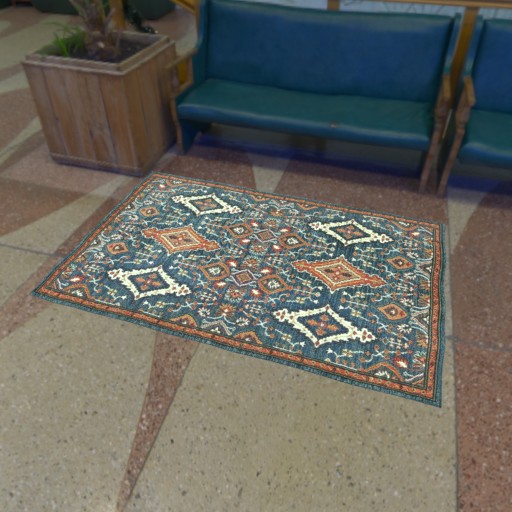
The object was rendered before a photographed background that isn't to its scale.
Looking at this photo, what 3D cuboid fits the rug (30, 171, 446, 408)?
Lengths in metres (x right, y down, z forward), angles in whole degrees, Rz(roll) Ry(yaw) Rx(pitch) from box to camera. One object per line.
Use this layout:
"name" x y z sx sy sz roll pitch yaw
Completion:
"rug" 0.000 0.000 4.136 3.371 0.008 2.190 12 42 14
